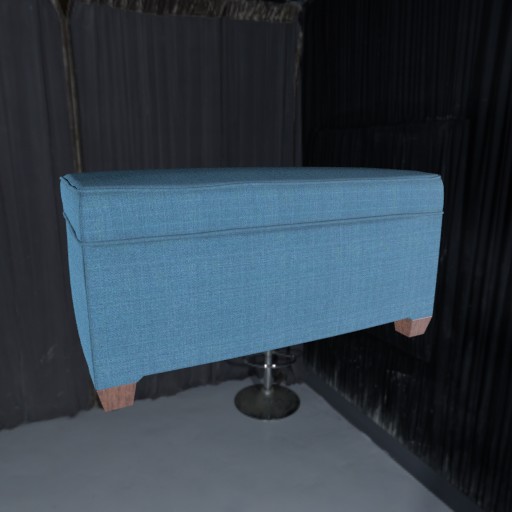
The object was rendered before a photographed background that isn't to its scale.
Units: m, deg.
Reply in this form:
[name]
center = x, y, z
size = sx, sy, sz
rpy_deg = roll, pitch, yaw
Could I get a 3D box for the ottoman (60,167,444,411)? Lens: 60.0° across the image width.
[ottoman]
center = 0.000, 0.000, 1.216
size = 0.943, 0.474, 0.474
rpy_deg = -7, 15, -26
